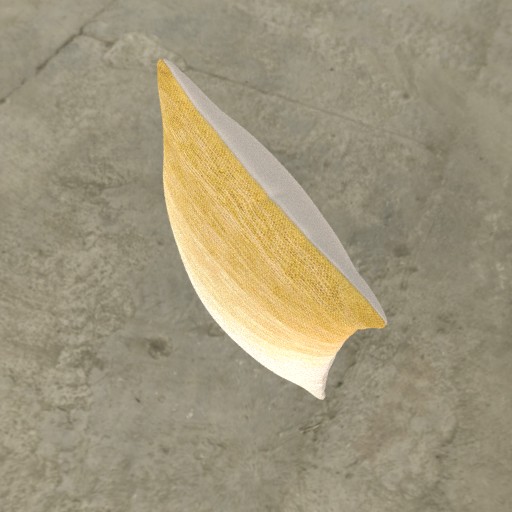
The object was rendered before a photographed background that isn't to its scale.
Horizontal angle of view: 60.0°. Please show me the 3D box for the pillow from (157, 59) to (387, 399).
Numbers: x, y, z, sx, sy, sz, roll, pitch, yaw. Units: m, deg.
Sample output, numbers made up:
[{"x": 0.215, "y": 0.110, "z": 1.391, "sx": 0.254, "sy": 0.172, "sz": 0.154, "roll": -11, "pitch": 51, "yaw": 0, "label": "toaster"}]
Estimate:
[{"x": 0.000, "y": 0.000, "z": 0.708, "sx": 0.211, "sy": 0.450, "sz": 0.450, "roll": -32, "pitch": 68, "yaw": -15, "label": "pillow"}]
